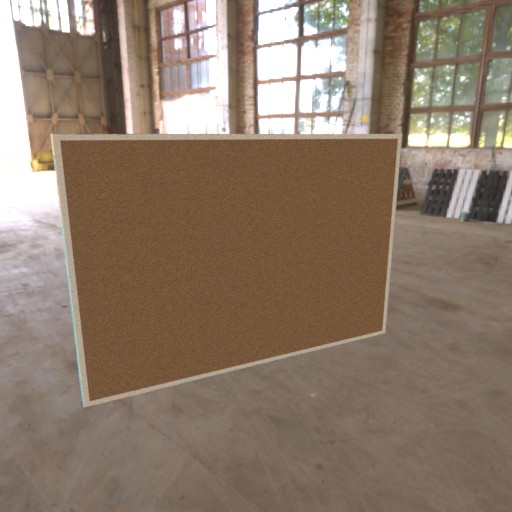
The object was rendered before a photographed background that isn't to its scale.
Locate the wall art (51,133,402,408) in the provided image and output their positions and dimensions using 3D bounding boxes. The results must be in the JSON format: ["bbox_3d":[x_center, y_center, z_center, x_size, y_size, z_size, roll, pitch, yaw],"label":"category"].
[{"bbox_3d":[0.000,0.000,1.444,1.136,0.769,0.040,-7,17,-25],"label":"wall art"}]
